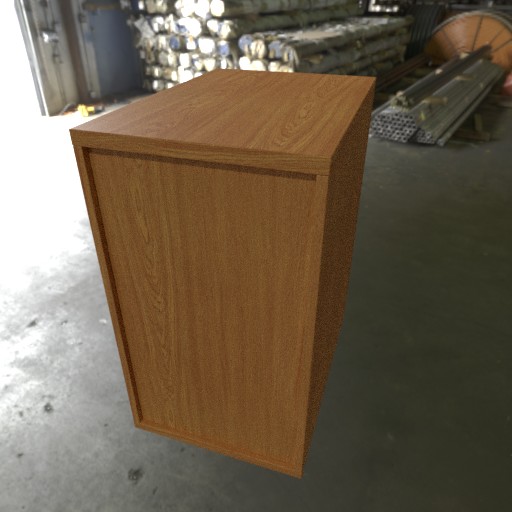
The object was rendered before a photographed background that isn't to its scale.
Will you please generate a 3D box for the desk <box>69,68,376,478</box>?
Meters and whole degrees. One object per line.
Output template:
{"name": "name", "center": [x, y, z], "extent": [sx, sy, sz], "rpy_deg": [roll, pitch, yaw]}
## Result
{"name": "desk", "center": [0.000, 0.000, 1.057], "extent": [0.404, 0.730, 0.600], "rpy_deg": [10, 33, 16]}
